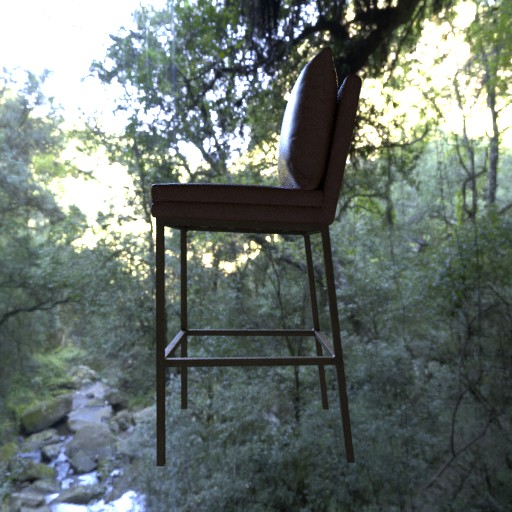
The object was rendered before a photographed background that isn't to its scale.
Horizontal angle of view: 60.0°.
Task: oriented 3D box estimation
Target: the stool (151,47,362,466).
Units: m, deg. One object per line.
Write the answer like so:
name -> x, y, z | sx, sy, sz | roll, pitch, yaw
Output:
stool -> 0.000, 0.000, 1.408 | 0.571, 1.124, 0.463 | 0, 1, -1
